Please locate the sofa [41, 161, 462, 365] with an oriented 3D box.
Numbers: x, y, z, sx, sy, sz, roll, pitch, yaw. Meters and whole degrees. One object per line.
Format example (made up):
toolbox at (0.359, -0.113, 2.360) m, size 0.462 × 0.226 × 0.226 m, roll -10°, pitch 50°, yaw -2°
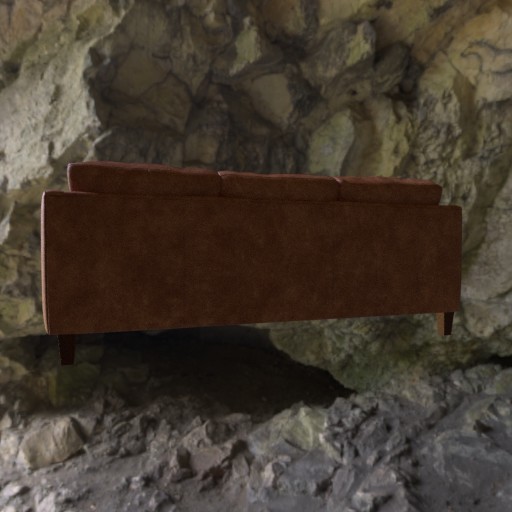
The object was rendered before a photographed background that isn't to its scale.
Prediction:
sofa at (0.000, 0.000, 2.929) m, size 2.464 × 1.006 × 1.045 m, roll 0°, pitch 1°, yaw -19°
